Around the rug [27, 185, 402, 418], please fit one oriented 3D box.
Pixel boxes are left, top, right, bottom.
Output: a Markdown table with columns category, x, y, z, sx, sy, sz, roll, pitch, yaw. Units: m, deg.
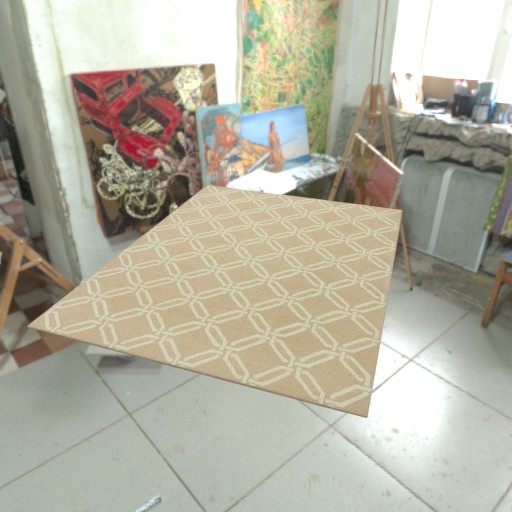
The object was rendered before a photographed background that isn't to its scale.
| category | x | y | z | sx | sy | sz | roll | pitch | yaw |
| --- | --- | --- | --- | --- | --- | --- | --- | --- | --- |
| rug | 0.000 | 0.000 | 3.871 | 2.288 | 0.018 | 2.895 | 10 | 31 | 17 |
